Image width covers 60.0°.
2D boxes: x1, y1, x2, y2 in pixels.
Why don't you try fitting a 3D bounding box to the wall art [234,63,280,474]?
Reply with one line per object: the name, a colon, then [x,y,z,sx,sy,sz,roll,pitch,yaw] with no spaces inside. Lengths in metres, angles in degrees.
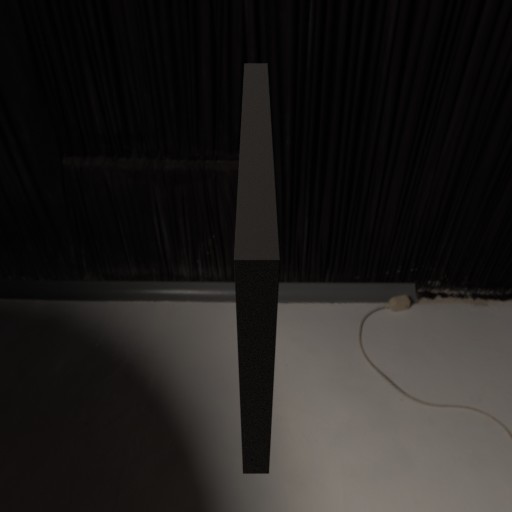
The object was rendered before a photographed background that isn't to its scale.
wall art: [0.000,0.000,0.542,0.031,0.330,0.381,0,42,0]
